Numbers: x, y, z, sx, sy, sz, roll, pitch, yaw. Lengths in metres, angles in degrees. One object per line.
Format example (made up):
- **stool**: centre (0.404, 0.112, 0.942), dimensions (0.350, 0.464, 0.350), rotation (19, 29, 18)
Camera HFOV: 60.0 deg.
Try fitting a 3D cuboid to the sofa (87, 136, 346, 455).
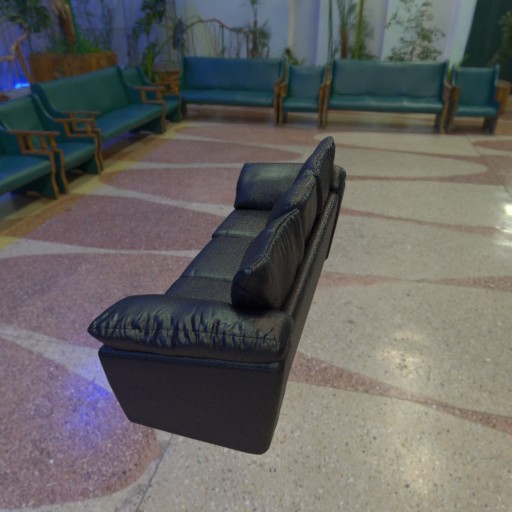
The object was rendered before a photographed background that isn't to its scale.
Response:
- **sofa**: centre (0.000, 0.000, 2.856), dimensions (0.880, 1.073, 2.336), rotation (8, 30, 14)
